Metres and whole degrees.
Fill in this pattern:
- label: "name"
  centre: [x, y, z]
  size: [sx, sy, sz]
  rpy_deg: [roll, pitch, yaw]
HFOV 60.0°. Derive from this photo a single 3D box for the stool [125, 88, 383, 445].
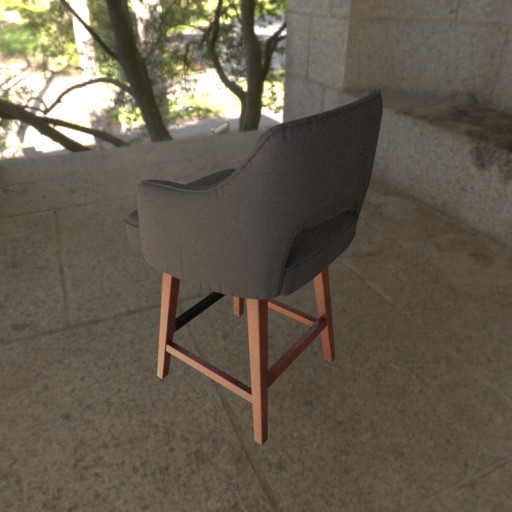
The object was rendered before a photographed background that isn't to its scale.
- label: "stool"
  centre: [0.000, 0.000, 1.254]
  size: [0.558, 0.912, 0.548]
  rpy_deg: [22, 38, 31]
